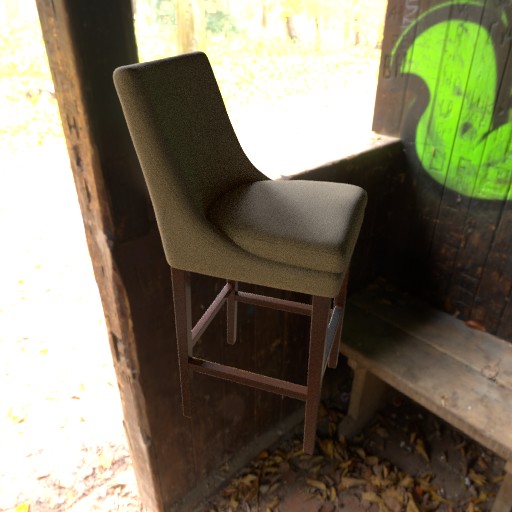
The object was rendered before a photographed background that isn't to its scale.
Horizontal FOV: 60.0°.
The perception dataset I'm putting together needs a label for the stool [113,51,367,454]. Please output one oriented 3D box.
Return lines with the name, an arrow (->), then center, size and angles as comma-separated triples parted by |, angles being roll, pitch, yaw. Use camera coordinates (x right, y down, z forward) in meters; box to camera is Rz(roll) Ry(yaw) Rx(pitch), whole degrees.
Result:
stool -> 0.000, 0.000, 1.332 | 0.577, 1.078, 0.470 | 10, 31, 17
